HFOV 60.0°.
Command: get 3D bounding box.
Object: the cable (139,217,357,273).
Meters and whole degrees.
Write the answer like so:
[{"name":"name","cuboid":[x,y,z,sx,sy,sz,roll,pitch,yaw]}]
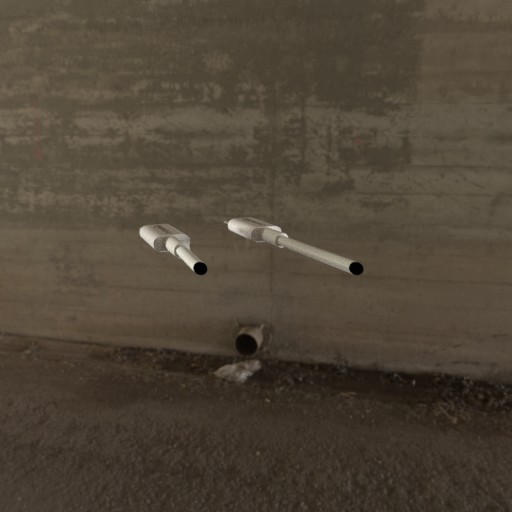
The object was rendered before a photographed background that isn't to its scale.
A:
[{"name":"cable","cuboid":[0.000,0.000,0.111,0.041,0.005,0.098,-7,16,-25]}]
